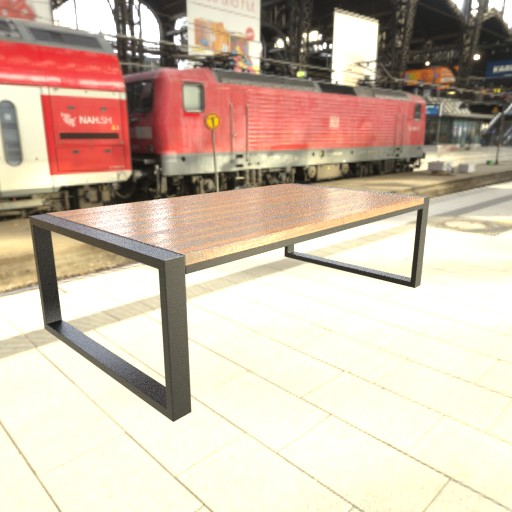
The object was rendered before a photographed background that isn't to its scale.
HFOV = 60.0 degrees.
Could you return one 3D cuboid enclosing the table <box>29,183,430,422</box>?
[{"bbox_3d":[0.000,0.000,1.712,0.750,0.400,1.350,14,21,42],"label":"table"}]
